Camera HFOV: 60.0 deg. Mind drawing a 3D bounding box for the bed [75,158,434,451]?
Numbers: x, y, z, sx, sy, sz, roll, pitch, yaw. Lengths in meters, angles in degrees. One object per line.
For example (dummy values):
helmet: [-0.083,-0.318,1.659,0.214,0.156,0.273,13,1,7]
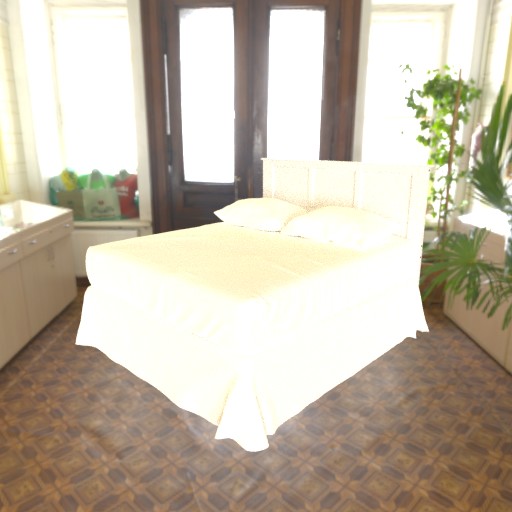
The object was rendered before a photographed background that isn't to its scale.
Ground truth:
bed: [0.000,0.000,3.192,1.876,1.269,2.047,14,20,42]
